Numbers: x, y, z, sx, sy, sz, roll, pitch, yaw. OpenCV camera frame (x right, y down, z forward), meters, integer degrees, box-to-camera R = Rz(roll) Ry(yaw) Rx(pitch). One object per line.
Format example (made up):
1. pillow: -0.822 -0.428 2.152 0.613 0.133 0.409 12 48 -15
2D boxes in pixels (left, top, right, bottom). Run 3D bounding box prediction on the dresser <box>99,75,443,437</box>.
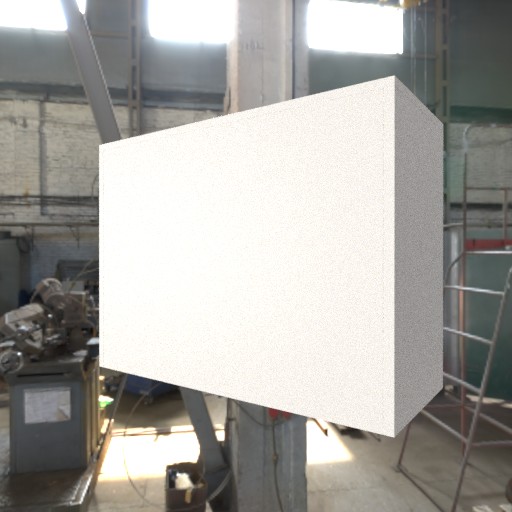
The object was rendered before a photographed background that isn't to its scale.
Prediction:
1. dresser: 0.000 0.000 1.510 1.100 0.820 0.460 0 0 36
